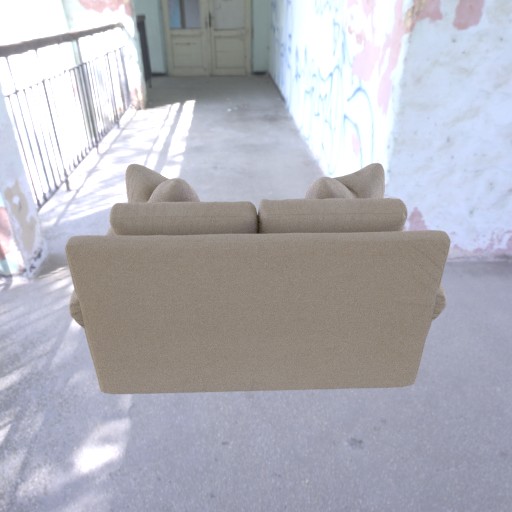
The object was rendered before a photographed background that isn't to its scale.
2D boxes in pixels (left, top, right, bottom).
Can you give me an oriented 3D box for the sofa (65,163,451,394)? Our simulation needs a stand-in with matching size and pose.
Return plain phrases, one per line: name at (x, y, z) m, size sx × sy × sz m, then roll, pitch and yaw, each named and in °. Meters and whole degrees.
sofa at (0.000, 0.000, 2.247) m, size 1.550 × 0.905 × 1.070 m, roll -1°, pitch 31°, yaw -2°
